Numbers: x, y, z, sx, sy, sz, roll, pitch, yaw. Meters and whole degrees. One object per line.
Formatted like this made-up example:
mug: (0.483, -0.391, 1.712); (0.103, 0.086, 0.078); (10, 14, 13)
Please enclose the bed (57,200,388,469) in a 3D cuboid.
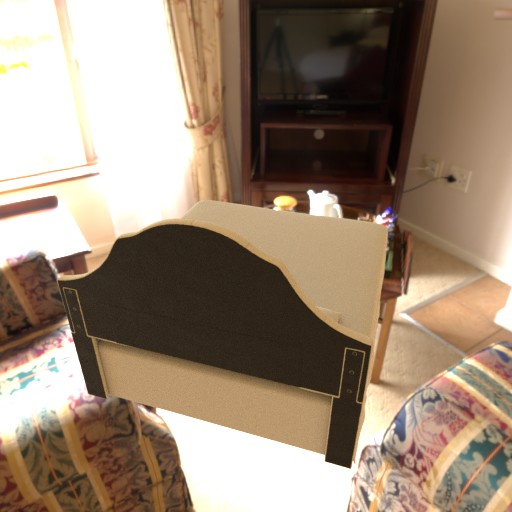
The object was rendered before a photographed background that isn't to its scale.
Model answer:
bed: (0.000, 0.000, 3.466); (2.012, 1.555, 2.086); (10, 32, 16)
